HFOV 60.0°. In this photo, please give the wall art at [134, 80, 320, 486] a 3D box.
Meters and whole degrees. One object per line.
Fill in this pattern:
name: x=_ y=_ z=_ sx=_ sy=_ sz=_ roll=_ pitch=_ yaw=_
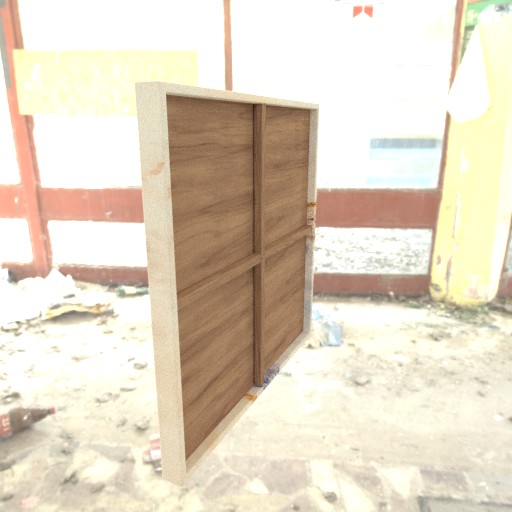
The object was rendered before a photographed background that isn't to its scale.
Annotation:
wall art: x=0.000 y=0.000 z=1.559 sx=0.071 sy=1.061 sz=1.061 roll=8 pitch=18 yaw=25
